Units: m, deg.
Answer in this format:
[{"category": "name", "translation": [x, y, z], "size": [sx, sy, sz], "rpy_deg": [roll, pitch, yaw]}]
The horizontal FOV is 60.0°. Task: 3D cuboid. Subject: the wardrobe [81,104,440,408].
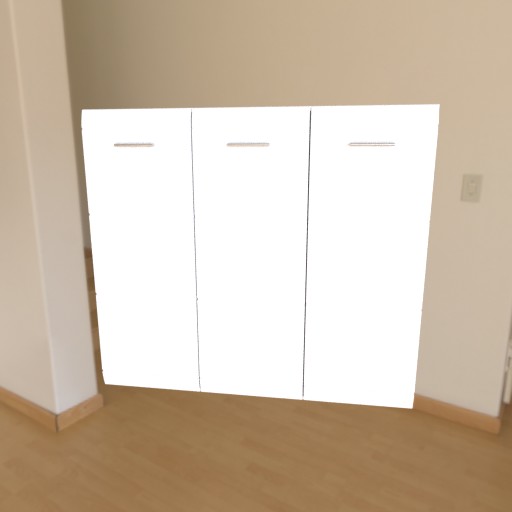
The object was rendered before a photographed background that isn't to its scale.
[{"category": "wardrobe", "translation": [0.000, 0.000, 1.917], "size": [1.340, 1.200, 0.360], "rpy_deg": [2, 13, 8]}]
